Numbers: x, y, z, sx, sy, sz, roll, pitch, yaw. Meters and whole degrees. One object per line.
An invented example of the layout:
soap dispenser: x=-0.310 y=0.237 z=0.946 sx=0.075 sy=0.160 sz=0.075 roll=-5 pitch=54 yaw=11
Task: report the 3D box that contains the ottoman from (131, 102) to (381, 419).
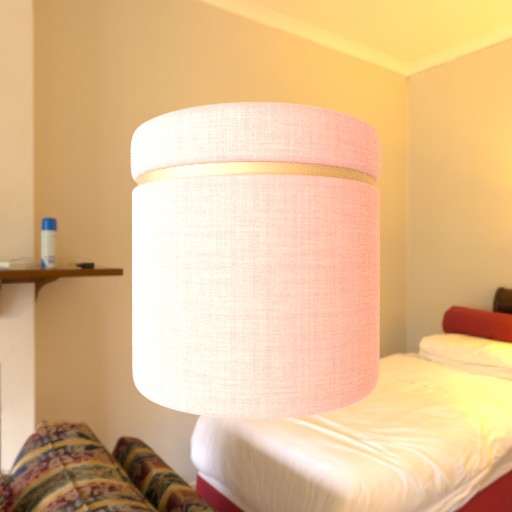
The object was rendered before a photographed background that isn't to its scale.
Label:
ottoman: x=0.000 y=0.000 z=0.737 sx=0.400 sy=0.406 sz=0.400 roll=0 pitch=0 yaw=0
